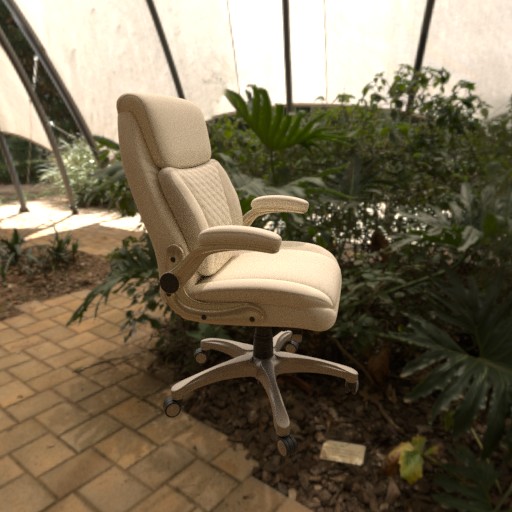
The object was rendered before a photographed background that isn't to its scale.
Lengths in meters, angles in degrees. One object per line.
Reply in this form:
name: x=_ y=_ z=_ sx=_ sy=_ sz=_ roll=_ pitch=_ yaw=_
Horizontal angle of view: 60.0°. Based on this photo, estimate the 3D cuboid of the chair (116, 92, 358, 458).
chair: x=0.000 y=0.000 z=1.605 sx=0.794 sy=1.110 sz=0.740 roll=3 pitch=16 yaw=10
